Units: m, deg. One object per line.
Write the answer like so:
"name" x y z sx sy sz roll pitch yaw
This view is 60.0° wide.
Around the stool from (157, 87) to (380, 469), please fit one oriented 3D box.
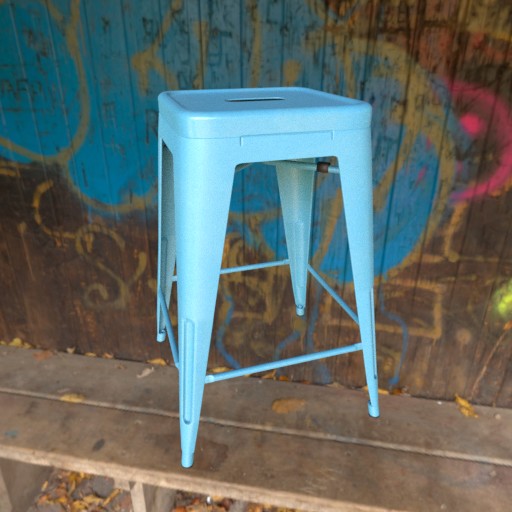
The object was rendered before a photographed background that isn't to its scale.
"stool" 0.000 0.000 0.893 0.410 0.608 0.410 -8 27 -16
